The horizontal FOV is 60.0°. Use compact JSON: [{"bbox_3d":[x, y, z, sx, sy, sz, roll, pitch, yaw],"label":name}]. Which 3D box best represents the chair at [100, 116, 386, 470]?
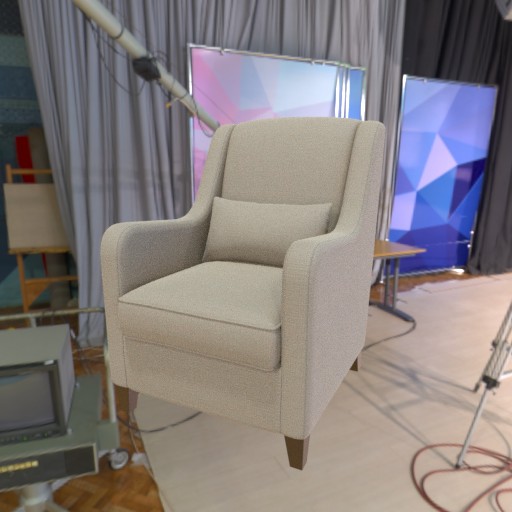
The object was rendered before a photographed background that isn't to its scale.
[{"bbox_3d":[0.000,0.000,1.624,0.715,1.017,0.896,7,15,25],"label":"chair"}]
